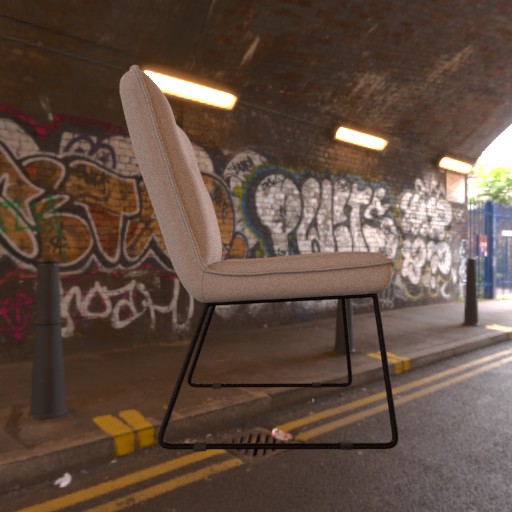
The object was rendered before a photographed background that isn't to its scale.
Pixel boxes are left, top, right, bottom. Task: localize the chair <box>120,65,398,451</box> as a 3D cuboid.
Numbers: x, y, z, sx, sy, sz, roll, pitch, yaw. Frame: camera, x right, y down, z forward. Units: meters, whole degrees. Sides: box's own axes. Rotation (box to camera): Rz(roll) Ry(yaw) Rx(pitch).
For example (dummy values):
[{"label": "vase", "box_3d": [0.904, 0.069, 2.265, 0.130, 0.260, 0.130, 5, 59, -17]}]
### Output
[{"label": "chair", "box_3d": [0.000, 0.000, 1.311, 0.688, 0.930, 0.515, 0, 0, 0]}]
